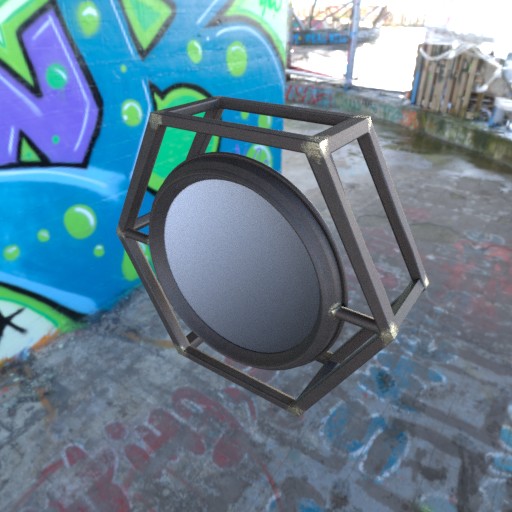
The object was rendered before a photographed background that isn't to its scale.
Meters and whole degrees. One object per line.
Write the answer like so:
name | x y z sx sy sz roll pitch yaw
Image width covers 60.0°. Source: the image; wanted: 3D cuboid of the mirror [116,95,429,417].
mirror | 0.000 0.000 0.537 0.380 0.334 0.119 19 35 29
